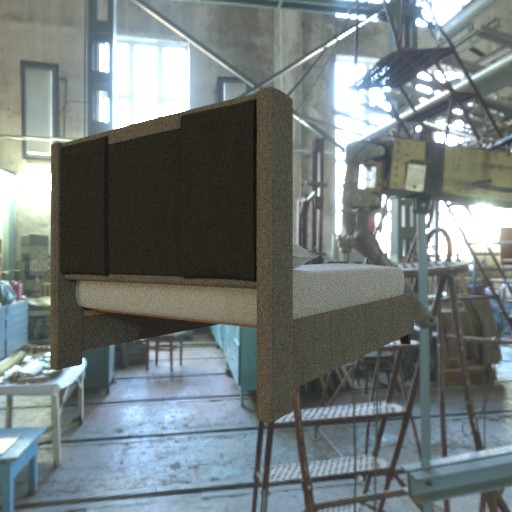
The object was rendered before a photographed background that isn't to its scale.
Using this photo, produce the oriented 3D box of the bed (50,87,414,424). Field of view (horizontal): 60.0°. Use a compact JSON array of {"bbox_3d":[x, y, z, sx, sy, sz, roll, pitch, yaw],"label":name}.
[{"bbox_3d":[0.000,0.000,3.311,1.714,1.481,2.245,0,0,35],"label":"bed"}]
